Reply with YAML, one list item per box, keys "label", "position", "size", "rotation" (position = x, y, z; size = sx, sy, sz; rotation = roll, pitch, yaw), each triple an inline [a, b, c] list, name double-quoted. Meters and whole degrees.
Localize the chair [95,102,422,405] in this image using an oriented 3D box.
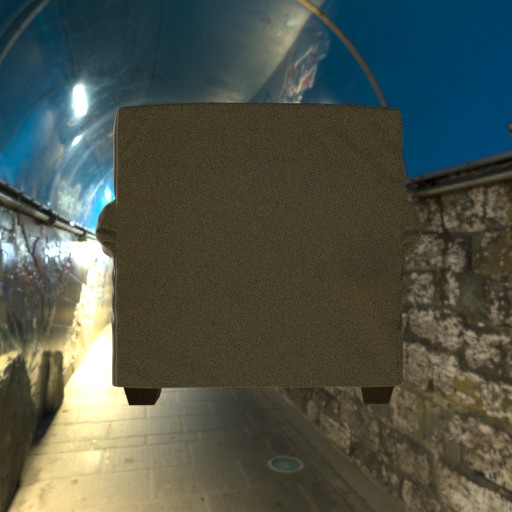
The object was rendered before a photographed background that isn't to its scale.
- label: "chair"
  position: [0.000, 0.000, 1.733]
  size: [0.940, 0.866, 1.066]
  rotation: [0, -1, -1]
